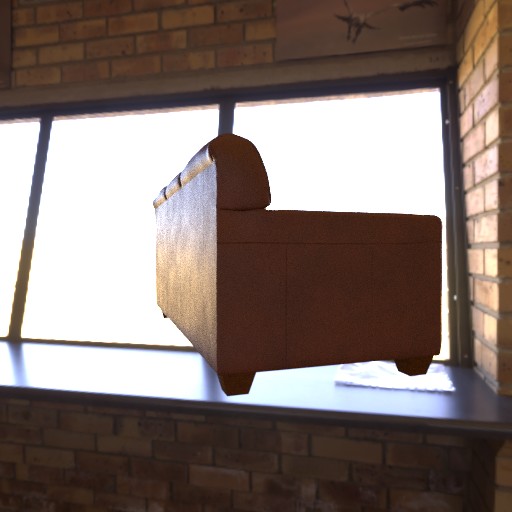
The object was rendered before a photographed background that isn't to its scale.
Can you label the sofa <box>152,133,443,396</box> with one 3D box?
[{"bbox_3d":[0.000,0.000,2.596,1.008,0.953,2.039,0,1,-19],"label":"sofa"}]
